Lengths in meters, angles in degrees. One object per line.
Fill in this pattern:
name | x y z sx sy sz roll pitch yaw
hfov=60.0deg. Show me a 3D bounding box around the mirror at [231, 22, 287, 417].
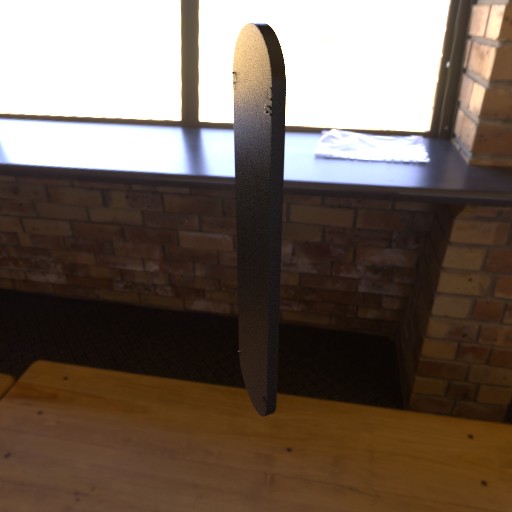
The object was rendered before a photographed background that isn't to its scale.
mirror | 0.000 0.000 1.061 0.032 0.991 0.222 -11 31 -18
